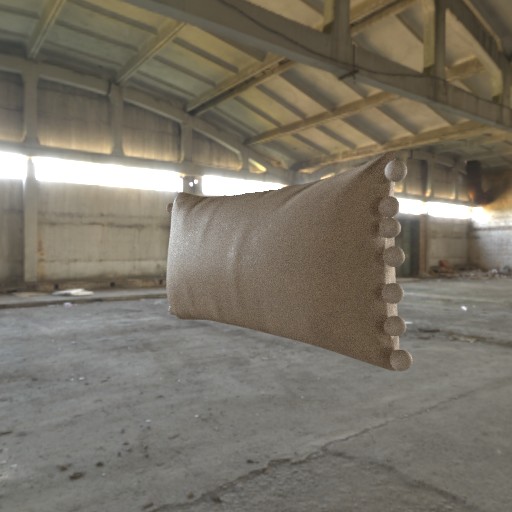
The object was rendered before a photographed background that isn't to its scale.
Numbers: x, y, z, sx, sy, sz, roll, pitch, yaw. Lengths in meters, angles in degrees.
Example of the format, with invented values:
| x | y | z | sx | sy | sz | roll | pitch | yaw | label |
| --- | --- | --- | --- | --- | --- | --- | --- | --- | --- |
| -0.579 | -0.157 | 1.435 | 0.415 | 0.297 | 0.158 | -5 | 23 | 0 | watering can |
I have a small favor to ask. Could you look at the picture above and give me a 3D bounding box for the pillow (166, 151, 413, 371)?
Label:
| x | y | z | sx | sy | sz | roll | pitch | yaw | label |
| --- | --- | --- | --- | --- | --- | --- | --- | --- | --- |
| 0.000 | 0.000 | 0.871 | 0.201 | 0.322 | 0.709 | 0 | 0 | -37 | pillow |
